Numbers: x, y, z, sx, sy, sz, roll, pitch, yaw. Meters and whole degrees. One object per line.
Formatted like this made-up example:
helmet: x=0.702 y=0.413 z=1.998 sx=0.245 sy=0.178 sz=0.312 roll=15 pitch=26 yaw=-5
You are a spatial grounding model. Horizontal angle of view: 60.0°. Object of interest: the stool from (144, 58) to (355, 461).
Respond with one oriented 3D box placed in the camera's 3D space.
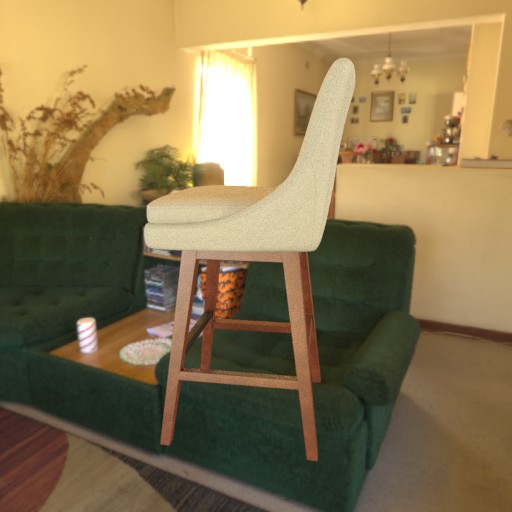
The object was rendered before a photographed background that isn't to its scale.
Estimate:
stool: x=0.000 y=0.000 z=1.406 sx=0.559 sy=1.092 sz=0.470 roll=2 pitch=14 yaw=9
